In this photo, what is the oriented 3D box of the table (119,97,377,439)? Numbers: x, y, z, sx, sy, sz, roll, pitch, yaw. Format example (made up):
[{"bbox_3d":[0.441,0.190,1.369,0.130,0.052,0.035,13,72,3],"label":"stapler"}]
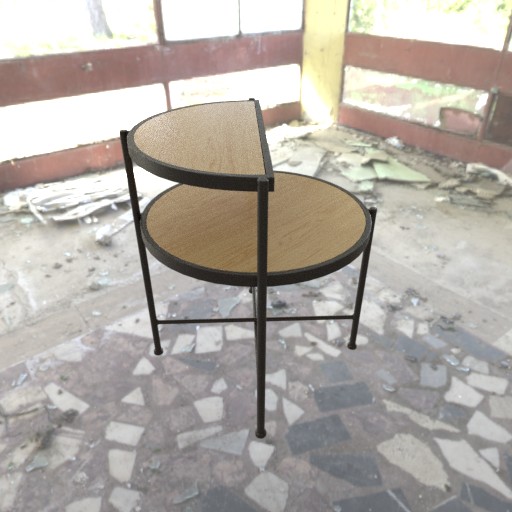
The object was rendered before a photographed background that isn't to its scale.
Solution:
[{"bbox_3d":[0.000,0.000,1.191,0.628,0.684,0.629,-1,32,-2],"label":"table"}]
